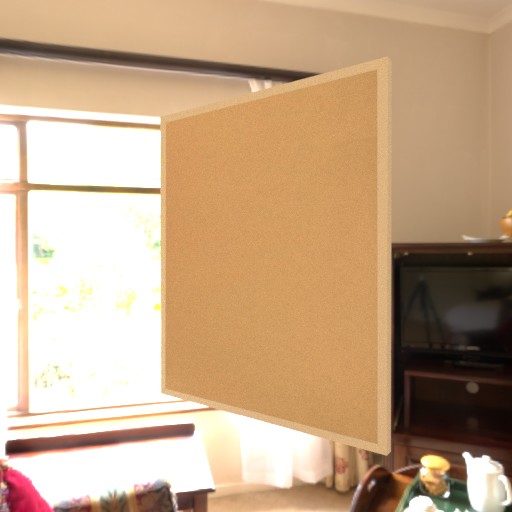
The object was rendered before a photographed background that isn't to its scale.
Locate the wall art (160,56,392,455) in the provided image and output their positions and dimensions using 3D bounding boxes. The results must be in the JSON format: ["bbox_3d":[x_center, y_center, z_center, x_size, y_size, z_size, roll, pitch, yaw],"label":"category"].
[{"bbox_3d":[0.000,0.000,0.624,0.382,0.456,0.013,0,0,36],"label":"wall art"}]
